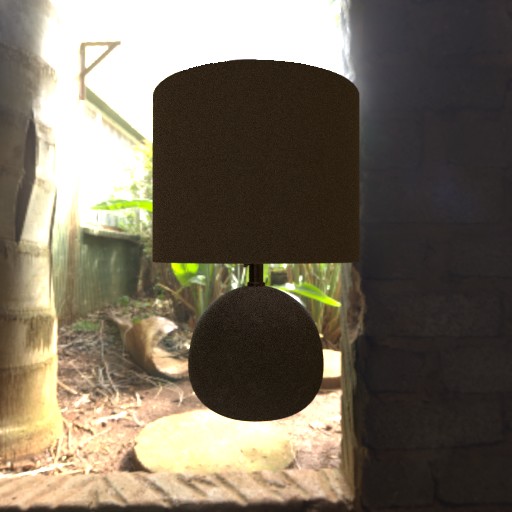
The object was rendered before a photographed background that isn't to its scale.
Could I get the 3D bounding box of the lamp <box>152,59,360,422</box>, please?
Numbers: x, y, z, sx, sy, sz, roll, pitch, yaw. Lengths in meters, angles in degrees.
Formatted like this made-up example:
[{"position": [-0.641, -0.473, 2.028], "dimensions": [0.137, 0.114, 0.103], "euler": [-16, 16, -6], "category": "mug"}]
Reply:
[{"position": [0.000, 0.000, 0.591], "dimensions": [0.269, 0.409, 0.269], "euler": [0, 0, -37], "category": "lamp"}]
